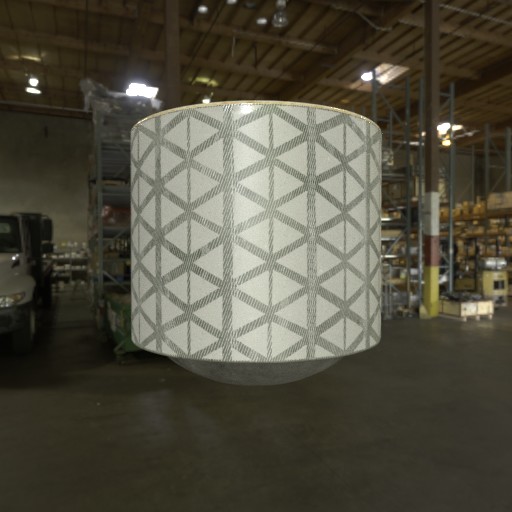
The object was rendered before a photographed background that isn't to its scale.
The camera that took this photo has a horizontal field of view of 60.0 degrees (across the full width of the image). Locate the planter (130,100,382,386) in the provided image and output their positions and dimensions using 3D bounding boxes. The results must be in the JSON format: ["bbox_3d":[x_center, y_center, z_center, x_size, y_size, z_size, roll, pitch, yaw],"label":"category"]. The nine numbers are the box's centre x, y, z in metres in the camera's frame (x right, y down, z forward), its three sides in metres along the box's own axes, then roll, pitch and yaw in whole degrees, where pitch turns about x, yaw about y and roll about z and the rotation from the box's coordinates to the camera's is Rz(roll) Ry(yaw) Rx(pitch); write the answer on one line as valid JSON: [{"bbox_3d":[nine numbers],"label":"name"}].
[{"bbox_3d":[0.000,0.000,0.350,0.190,0.181,0.190,0,1,0],"label":"planter"}]
